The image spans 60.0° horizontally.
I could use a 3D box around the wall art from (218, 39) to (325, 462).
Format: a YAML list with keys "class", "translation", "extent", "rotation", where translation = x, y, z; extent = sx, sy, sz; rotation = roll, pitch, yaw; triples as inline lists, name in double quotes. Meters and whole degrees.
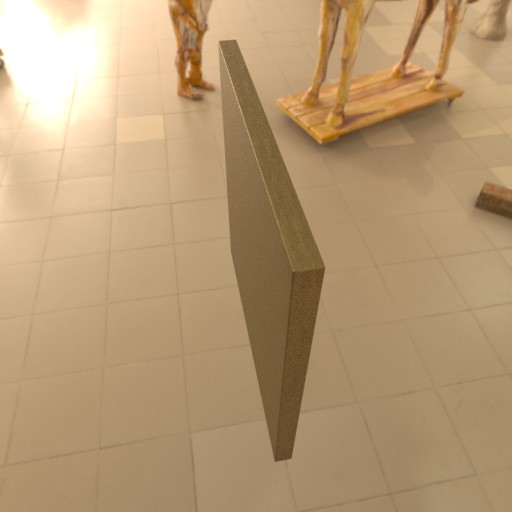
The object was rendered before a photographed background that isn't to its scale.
- class: "wall art"
  translation: [0.000, 0.000, 0.745]
  extent: [0.030, 0.506, 0.503]
  rotation: [-8, 48, -7]
